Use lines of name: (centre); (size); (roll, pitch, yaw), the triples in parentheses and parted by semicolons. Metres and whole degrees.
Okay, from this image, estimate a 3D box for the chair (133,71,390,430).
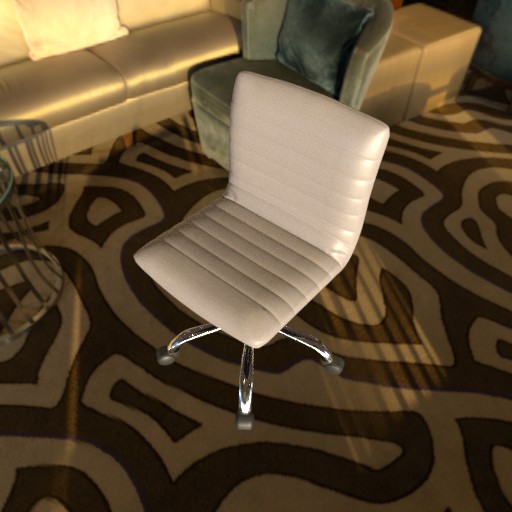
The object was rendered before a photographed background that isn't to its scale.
chair: (0.000, 0.000, 1.143); (0.569, 0.750, 0.542); (31, 54, 26)
